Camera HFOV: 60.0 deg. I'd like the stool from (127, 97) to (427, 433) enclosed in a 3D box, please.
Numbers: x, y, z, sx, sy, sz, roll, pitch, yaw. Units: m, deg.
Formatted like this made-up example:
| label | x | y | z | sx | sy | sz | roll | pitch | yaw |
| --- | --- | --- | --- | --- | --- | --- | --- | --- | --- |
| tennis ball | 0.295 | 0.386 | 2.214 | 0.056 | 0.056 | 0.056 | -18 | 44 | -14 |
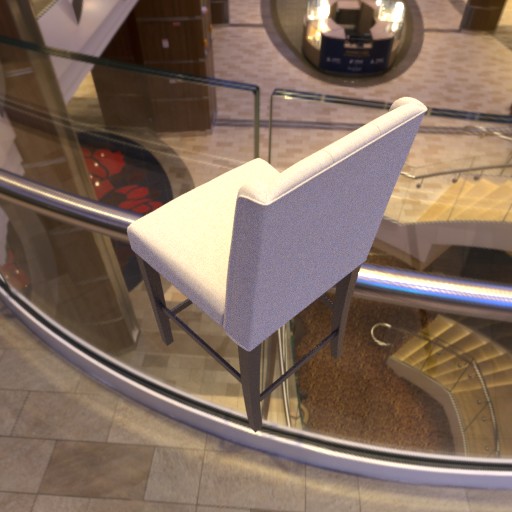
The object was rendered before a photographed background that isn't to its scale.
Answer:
| label | x | y | z | sx | sy | sz | roll | pitch | yaw |
| --- | --- | --- | --- | --- | --- | --- | --- | --- | --- |
| stool | 0.000 | 0.000 | 1.201 | 0.474 | 0.939 | 0.509 | -33 | 55 | -28 |
